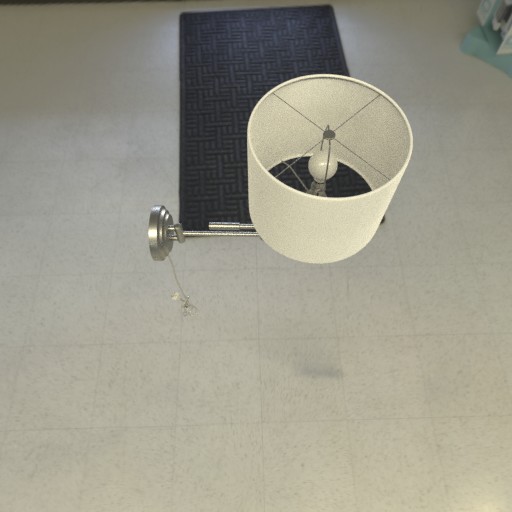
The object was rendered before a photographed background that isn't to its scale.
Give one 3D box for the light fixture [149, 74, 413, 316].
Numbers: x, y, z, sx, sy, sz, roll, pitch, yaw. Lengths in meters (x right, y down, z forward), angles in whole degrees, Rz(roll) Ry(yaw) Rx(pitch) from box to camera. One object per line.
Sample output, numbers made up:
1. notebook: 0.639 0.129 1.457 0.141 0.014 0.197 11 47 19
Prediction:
1. light fixture: 0.000 0.000 1.053 0.479 0.842 0.253 1 63 0
